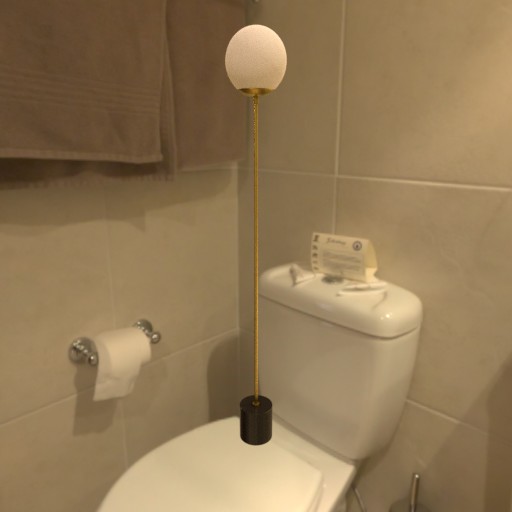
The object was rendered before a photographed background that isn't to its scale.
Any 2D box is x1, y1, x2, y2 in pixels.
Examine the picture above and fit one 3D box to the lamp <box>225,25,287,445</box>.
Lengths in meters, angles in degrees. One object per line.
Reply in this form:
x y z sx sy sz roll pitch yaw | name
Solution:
0.000 0.000 1.854 0.229 1.748 0.229 2 16 7 | lamp
